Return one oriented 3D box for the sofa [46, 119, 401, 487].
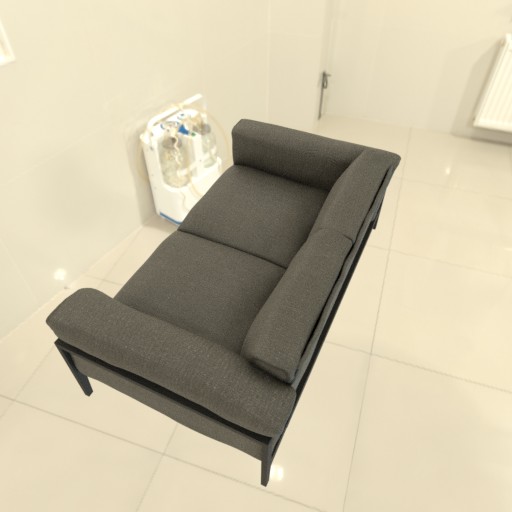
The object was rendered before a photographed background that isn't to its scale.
[{"bbox_3d":[0.000,0.000,2.163,0.960,0.656,1.690,19,49,17],"label":"sofa"}]
